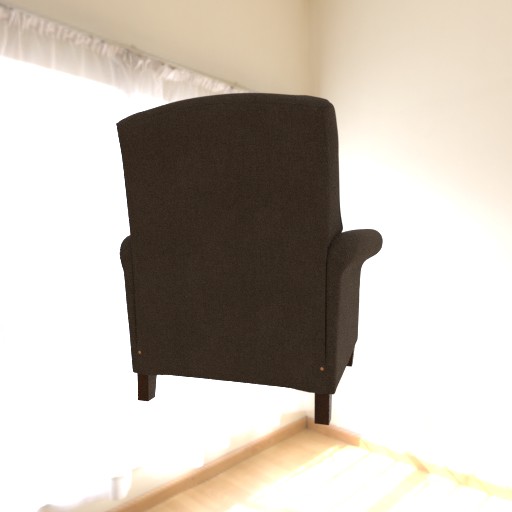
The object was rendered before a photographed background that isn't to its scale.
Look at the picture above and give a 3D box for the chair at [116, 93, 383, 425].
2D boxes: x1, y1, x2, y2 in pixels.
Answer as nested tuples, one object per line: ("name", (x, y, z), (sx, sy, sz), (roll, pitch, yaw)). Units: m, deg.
("chair", (0.000, 0.000, 1.833), (0.978, 1.061, 0.905), (1, 2, 18))
